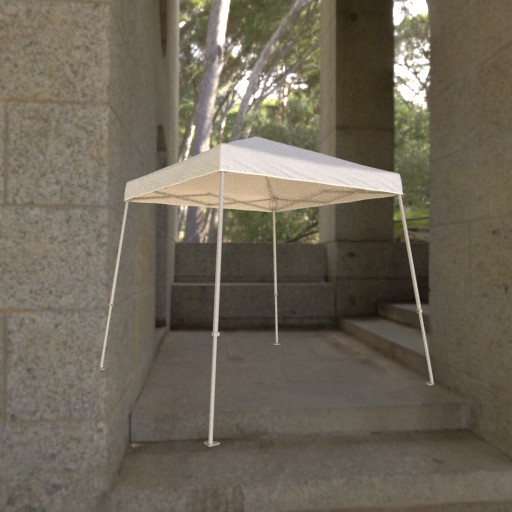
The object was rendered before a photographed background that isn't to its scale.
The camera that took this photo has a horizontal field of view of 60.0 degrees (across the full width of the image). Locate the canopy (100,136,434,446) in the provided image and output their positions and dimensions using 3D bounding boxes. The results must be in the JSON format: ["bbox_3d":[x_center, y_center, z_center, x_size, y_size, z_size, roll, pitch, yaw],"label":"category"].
[{"bbox_3d":[0.000,0.000,6.672,3.599,3.600,3.600,0,0,-35],"label":"canopy"}]
